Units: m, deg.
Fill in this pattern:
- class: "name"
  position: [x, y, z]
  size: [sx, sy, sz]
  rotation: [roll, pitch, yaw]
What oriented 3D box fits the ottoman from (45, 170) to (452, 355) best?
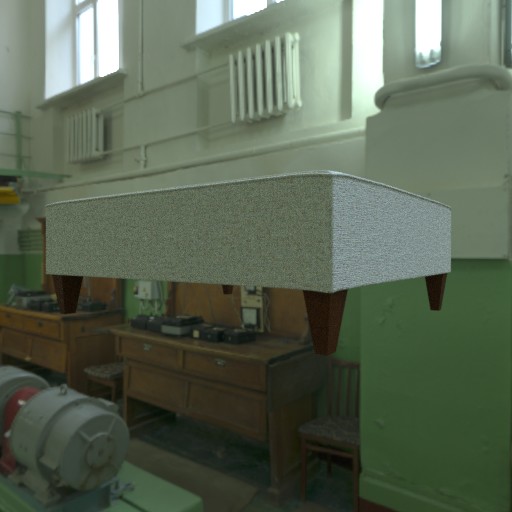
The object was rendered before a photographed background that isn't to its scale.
- class: "ottoman"
  position: [0.000, 0.000, 1.205]
  size: [0.835, 0.303, 0.736]
  rotation: [0, 1, 37]
